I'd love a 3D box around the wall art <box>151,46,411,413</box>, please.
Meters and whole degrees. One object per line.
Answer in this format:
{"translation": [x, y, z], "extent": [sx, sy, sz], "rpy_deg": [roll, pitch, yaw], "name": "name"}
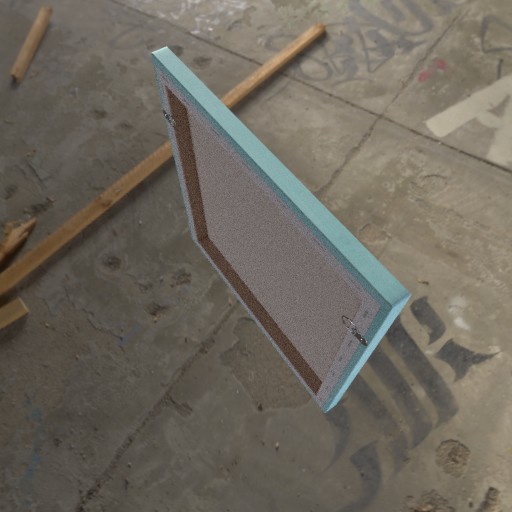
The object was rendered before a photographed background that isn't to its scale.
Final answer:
{"translation": [0.000, 0.000, 1.631], "extent": [0.070, 1.073, 1.071], "rpy_deg": [-32, 64, -17], "name": "wall art"}
